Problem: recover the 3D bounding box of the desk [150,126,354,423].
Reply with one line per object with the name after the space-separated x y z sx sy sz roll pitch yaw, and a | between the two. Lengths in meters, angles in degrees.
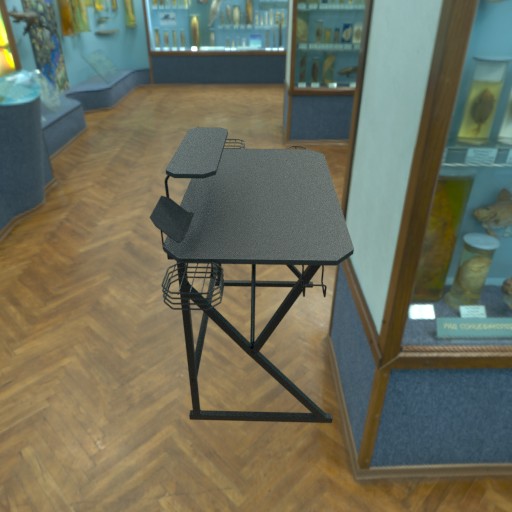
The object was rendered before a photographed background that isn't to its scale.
0.000 0.000 1.769 0.580 0.880 1.290 1 31 1 | desk
